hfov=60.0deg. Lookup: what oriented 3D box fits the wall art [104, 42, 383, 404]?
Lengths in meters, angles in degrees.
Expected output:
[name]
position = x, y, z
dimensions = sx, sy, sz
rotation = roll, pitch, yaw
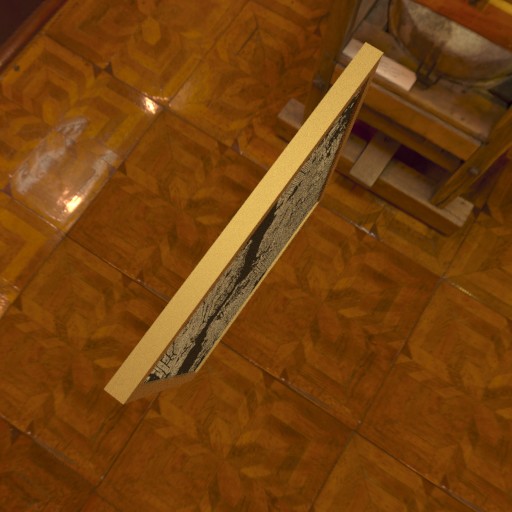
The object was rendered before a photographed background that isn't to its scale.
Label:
[wall art]
position = 0.000, 0.000, 2.848
dimensions = 0.099, 1.926, 1.926
rotation = 35, 79, 7
